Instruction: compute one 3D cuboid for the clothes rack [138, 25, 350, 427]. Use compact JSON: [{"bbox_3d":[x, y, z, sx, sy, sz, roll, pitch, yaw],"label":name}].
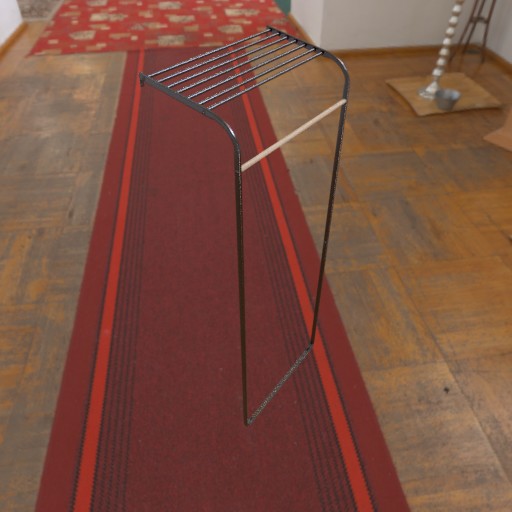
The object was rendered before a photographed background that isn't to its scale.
[{"bbox_3d":[0.000,0.000,1.830,0.349,1.574,0.609,26,48,27],"label":"clothes rack"}]
